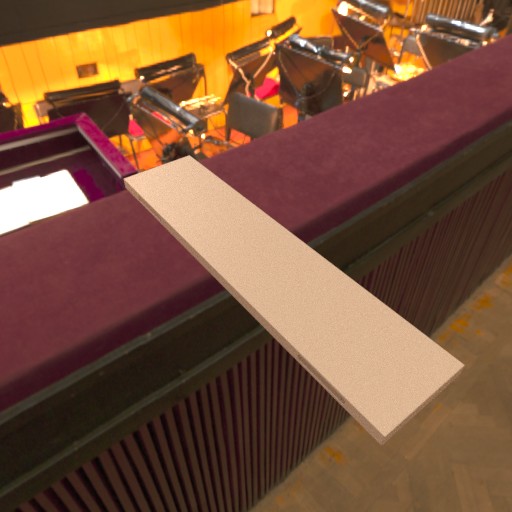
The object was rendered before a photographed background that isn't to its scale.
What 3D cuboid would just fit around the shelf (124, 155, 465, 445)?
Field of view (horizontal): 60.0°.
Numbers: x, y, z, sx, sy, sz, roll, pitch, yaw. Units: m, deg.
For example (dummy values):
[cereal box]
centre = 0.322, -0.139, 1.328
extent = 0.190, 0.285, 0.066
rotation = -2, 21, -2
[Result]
[shelf]
centre = 0.000, 0.000, 0.666
extent = 0.140, 0.020, 0.610
rotation = -27, 49, -27
